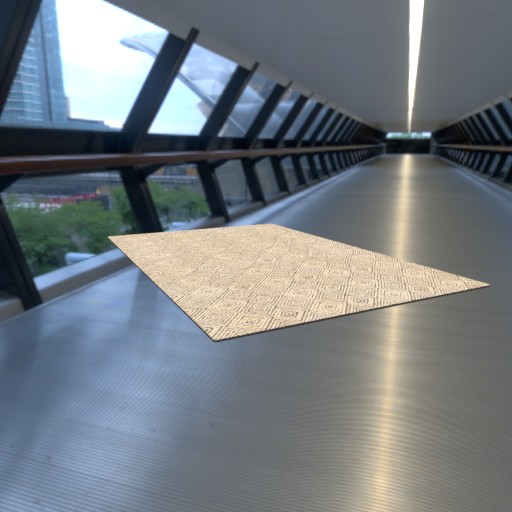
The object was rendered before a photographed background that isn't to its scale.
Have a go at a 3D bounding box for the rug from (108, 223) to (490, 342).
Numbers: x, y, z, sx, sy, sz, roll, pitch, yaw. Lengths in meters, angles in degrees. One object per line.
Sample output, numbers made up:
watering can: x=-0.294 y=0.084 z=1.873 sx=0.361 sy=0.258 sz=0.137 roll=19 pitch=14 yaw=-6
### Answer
rug: x=0.000 y=0.000 z=2.265 sx=1.175 sy=0.008 sz=1.783 roll=-7 pitch=14 yaw=-26
